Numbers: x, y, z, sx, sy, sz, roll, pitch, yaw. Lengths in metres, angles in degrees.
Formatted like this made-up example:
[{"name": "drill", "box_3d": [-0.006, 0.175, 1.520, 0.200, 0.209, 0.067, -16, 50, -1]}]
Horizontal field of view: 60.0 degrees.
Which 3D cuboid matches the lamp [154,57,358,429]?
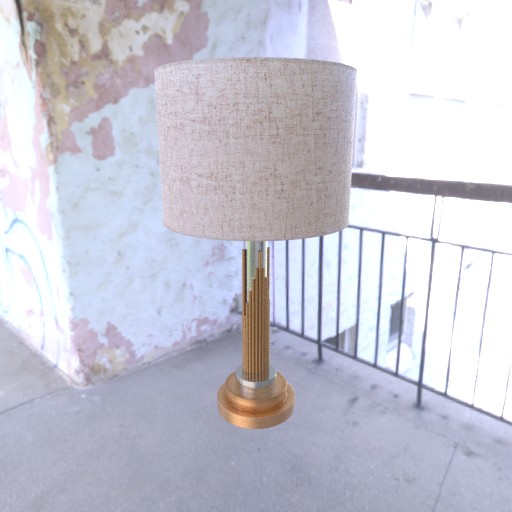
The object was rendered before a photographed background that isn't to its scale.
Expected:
[{"name": "lamp", "box_3d": [0.000, 0.000, 0.795, 0.321, 0.610, 0.321, -14, 21, -41]}]
